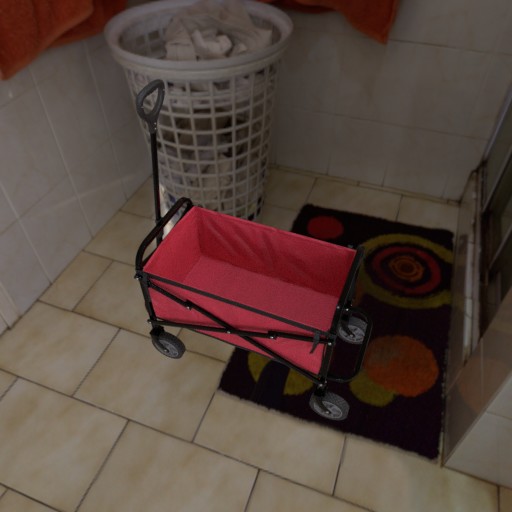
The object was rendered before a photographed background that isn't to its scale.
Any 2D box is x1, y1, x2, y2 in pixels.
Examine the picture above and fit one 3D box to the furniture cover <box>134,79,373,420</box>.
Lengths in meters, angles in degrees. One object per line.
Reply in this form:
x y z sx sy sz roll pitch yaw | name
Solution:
0.000 0.000 1.791 1.038 1.295 0.532 17 48 16 | furniture cover
